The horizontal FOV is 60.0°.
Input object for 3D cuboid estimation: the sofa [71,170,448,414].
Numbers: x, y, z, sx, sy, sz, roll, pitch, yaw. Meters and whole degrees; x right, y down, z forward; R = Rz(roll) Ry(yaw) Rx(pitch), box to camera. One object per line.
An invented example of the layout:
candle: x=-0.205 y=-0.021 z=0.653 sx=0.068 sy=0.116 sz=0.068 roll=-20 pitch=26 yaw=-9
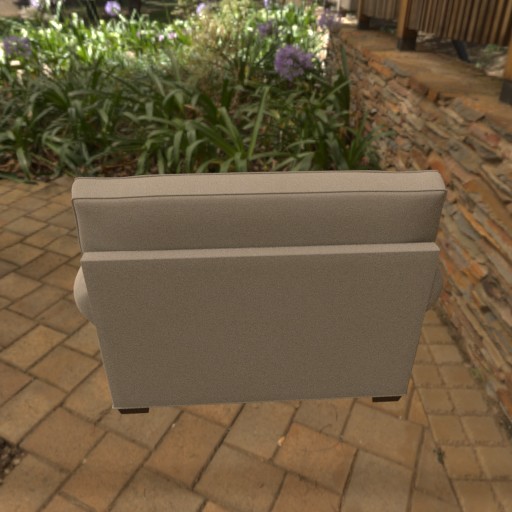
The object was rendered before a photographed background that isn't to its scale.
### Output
sofa: x=0.000 y=0.000 z=2.040 sx=1.405 sy=1.006 sz=0.937 roll=-2 pitch=30 yaw=-3
